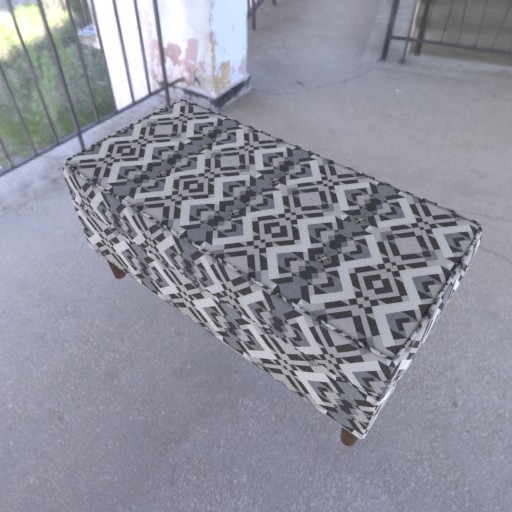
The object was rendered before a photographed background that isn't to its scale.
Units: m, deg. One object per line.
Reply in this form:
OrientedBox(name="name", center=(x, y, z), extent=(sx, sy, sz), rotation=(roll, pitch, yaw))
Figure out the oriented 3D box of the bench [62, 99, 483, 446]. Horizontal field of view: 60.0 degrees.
OrientedBox(name="bench", center=(0.000, 0.000, 1.281), extent=(1.016, 0.477, 0.492), rotation=(30, 53, 25))
